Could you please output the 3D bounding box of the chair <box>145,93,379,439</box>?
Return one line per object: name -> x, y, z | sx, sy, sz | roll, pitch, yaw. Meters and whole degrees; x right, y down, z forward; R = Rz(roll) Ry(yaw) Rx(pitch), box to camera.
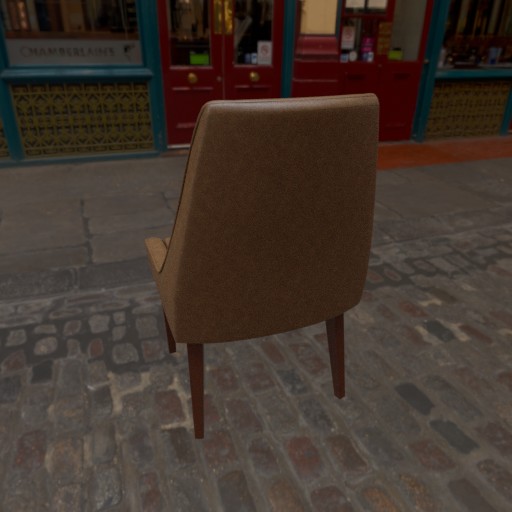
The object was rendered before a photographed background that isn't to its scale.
chair -> 0.000, 0.000, 1.193 | 0.529, 0.861, 0.544 | -9, 28, -18
